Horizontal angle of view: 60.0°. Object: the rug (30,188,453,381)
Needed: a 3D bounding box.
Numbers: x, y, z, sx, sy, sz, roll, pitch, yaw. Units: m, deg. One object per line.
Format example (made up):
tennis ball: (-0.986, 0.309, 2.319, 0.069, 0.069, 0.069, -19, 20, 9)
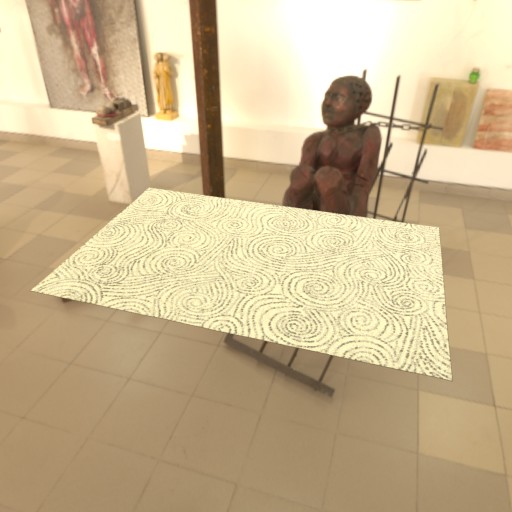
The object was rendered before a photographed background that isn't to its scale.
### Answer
rug: (0.000, 0.000, 3.033, 2.439, 0.005, 1.524, 10, 35, 14)
